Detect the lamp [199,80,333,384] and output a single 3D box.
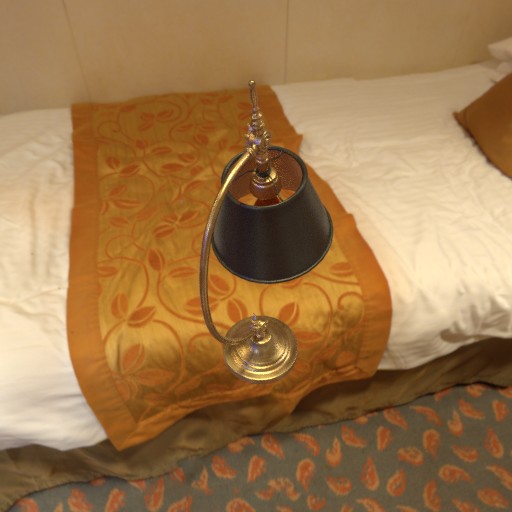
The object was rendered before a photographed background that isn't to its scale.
[{"bbox_3d":[0.000,0.000,0.826,0.235,0.675,0.344,23,50,21],"label":"lamp"}]
